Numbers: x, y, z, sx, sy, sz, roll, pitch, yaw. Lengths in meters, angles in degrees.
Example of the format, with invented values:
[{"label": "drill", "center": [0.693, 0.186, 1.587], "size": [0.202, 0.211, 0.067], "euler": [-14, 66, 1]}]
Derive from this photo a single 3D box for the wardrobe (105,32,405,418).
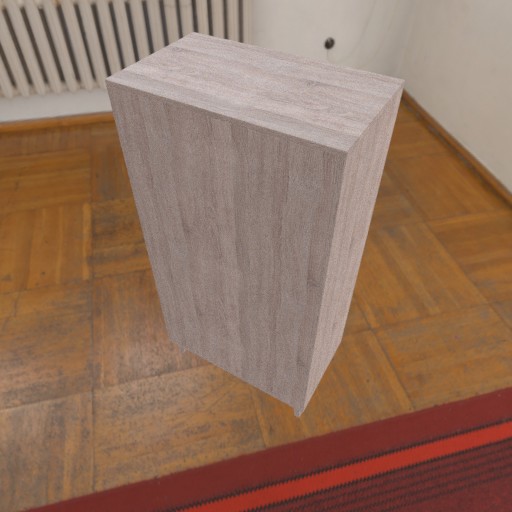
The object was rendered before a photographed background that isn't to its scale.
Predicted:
[{"label": "wardrobe", "center": [0.000, 0.000, 2.410], "size": [1.000, 1.960, 0.600], "euler": [23, 50, 21]}]
